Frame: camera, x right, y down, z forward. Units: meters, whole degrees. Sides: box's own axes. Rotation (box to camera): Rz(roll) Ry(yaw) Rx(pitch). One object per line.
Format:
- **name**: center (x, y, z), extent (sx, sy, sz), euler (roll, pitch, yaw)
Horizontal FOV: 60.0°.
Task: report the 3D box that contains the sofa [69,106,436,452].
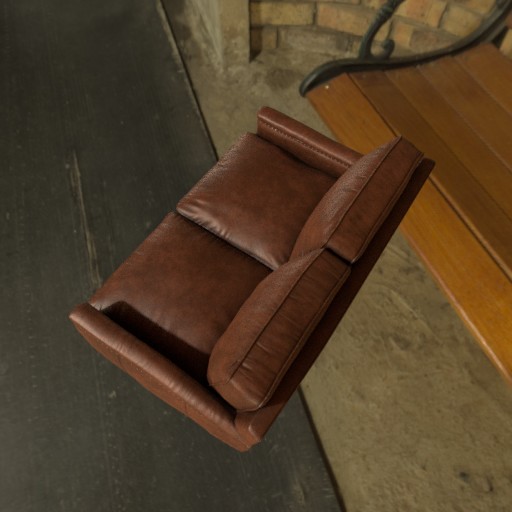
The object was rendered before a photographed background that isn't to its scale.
- **sofa**: center (0.000, 0.000, 2.262), extent (1.083, 1.003, 1.628), euler (31, 66, 15)
